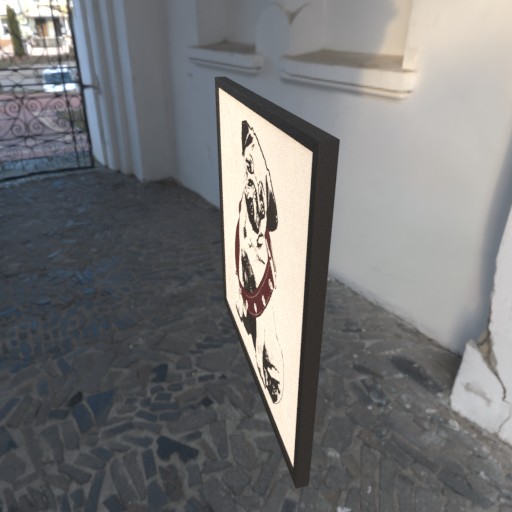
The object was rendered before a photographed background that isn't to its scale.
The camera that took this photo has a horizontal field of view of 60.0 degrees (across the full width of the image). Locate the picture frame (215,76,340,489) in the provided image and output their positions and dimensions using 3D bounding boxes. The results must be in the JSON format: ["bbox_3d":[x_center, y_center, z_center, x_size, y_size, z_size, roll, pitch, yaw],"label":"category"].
[{"bbox_3d":[0.000,0.000,1.137,0.032,0.775,0.775,-8,29,-14],"label":"picture frame"}]
